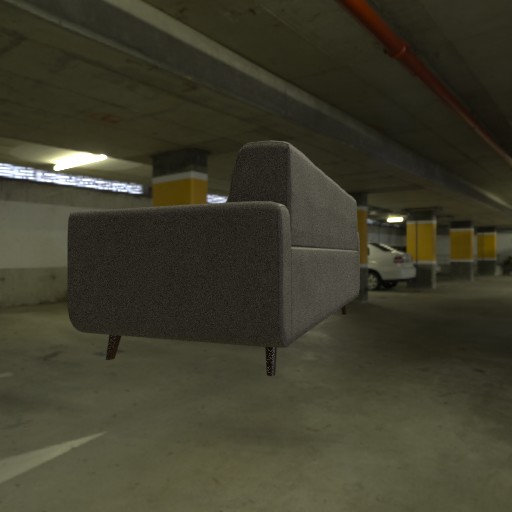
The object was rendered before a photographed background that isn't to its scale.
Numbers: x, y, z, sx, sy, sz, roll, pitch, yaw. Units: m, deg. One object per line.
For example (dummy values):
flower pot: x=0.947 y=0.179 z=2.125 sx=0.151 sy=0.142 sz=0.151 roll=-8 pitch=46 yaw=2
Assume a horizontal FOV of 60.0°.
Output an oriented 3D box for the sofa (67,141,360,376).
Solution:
sofa: x=0.000 y=0.000 z=2.496 sx=0.909 sy=0.841 sz=2.029 roll=0 pitch=0 yaw=20
